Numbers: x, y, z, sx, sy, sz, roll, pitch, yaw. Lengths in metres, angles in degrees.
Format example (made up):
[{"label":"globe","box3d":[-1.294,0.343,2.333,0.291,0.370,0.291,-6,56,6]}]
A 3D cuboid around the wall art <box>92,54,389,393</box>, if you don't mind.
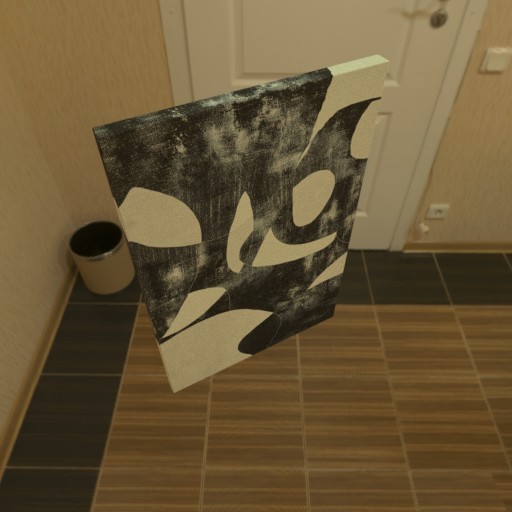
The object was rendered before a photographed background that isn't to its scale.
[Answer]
[{"label":"wall art","box3d":[0.000,0.000,1.168,0.610,0.915,0.041,-22,51,-19]}]
